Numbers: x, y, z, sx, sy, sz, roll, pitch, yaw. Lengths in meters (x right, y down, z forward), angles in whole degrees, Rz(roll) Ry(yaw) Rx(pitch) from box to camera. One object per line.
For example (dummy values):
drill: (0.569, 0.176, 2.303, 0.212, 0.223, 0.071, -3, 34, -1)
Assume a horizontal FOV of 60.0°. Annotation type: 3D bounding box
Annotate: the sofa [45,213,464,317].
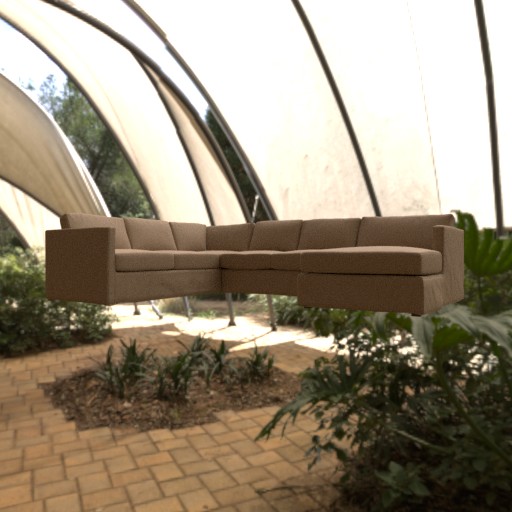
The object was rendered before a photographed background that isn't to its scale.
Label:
sofa: (0.000, 0.000, 4.411, 3.460, 0.882, 2.427, 0, 0, 35)
